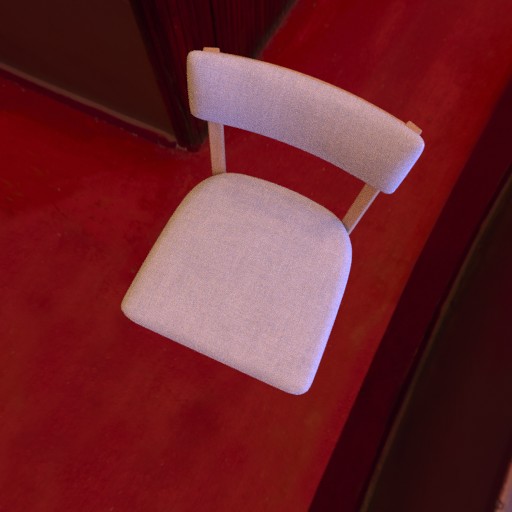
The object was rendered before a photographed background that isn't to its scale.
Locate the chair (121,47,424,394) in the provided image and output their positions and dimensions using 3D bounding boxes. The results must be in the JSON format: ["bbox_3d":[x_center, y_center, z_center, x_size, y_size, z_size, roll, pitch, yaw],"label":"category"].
[{"bbox_3d":[0.000,0.000,1.176,0.508,0.832,0.572,23,77,6],"label":"chair"}]
